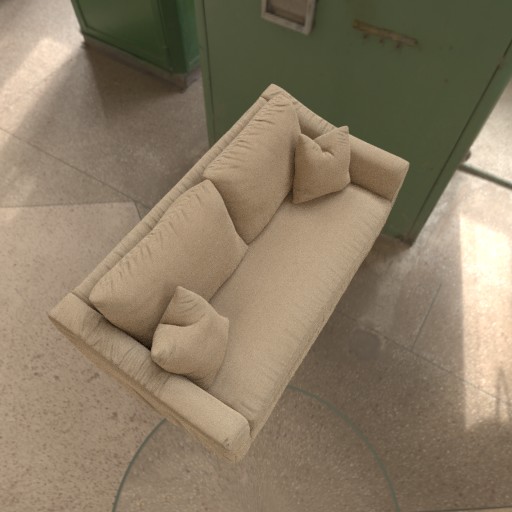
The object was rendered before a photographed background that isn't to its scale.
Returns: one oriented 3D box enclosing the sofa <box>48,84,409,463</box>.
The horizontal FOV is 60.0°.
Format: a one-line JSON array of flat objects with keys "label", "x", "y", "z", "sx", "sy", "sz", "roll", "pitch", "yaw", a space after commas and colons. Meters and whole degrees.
[{"label": "sofa", "x": 0.000, "y": 0.000, "z": 2.647, "sx": 1.072, "sy": 1.018, "sz": 2.010, "roll": 29, "pitch": 63, "yaw": 17}]
